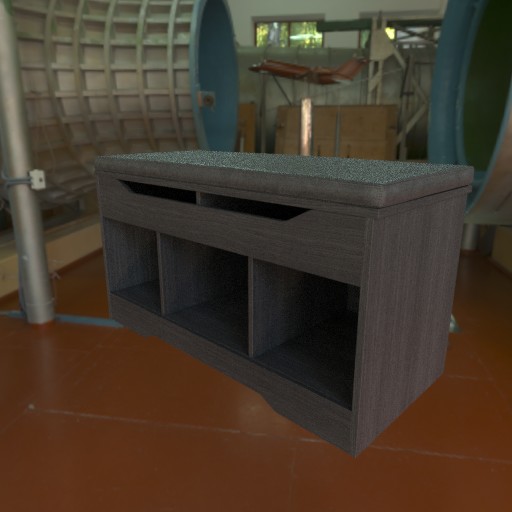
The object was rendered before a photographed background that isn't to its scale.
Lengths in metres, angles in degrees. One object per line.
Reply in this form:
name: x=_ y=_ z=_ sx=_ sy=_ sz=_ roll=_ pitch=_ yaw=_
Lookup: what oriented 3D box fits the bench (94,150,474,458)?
bench: x=0.000 y=0.000 z=1.165 sx=0.905 sy=0.501 sz=0.401 roll=15 pitch=22 yaw=42
